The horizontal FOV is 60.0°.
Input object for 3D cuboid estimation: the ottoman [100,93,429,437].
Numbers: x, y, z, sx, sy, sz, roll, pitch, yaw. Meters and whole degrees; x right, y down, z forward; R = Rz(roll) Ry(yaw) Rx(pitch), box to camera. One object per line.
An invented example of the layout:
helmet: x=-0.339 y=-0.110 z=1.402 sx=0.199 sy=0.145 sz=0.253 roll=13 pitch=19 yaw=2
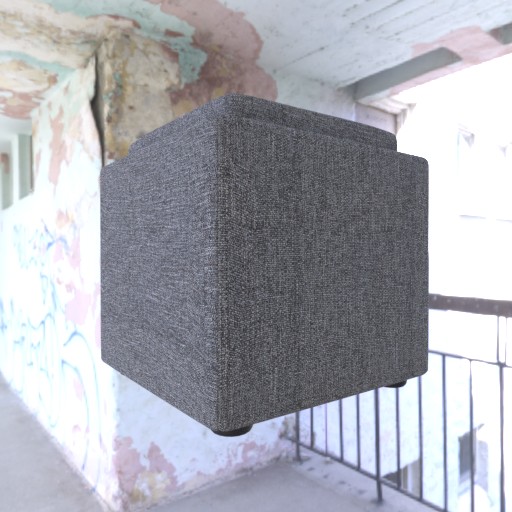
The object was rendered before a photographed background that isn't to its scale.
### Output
ottoman: x=0.000 y=0.000 z=0.833 sx=0.450 sy=0.460 sz=0.450 roll=-1 pitch=1 yaw=-37
